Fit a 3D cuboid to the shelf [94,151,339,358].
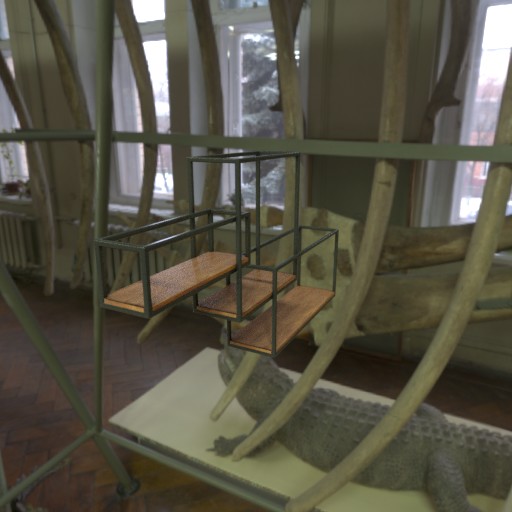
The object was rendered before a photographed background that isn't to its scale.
[{"bbox_3d":[0.000,0.000,2.154,0.275,0.972,1.781,8,18,27],"label":"shelf"}]
